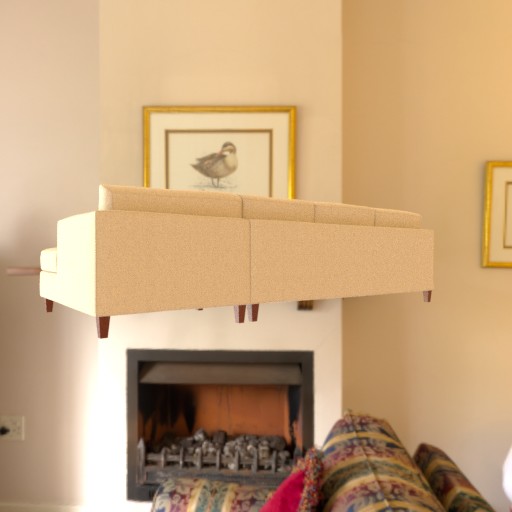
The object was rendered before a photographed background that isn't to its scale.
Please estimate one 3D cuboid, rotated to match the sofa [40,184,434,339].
[{"bbox_3d":[0.000,0.000,4.189,3.471,0.954,1.599,0,0,-36],"label":"sofa"}]
